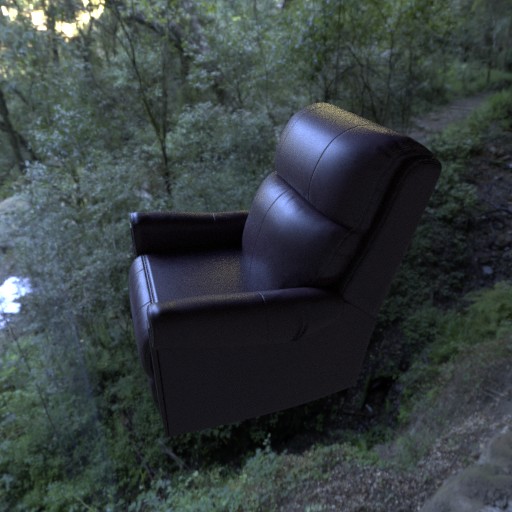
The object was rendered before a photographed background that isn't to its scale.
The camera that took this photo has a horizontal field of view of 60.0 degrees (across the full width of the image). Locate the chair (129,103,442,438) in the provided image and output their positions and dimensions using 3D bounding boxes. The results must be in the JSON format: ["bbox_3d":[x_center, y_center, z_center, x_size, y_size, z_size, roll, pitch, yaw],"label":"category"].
[{"bbox_3d":[0.000,0.000,1.772,1.014,1.054,0.838,-9,31,-16],"label":"chair"}]
